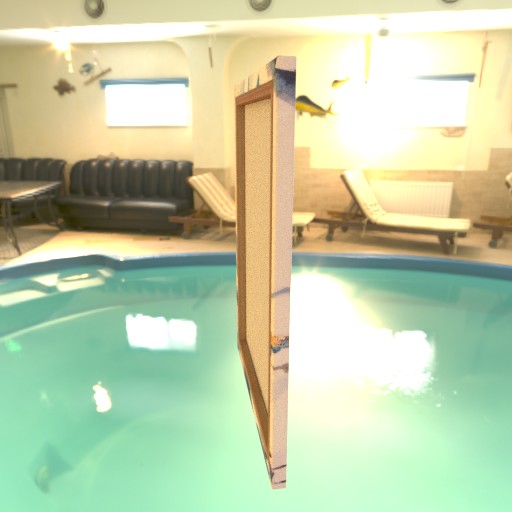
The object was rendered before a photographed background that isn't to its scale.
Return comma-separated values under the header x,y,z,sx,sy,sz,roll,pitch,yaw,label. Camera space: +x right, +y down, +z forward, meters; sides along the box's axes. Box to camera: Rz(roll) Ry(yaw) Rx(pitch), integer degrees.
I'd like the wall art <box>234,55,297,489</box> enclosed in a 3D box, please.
x,y,z,sx,sy,sz,roll,pitch,yaw,label
0.000,0.000,1.342,0.038,1.015,0.761,-3,17,-9,wall art
